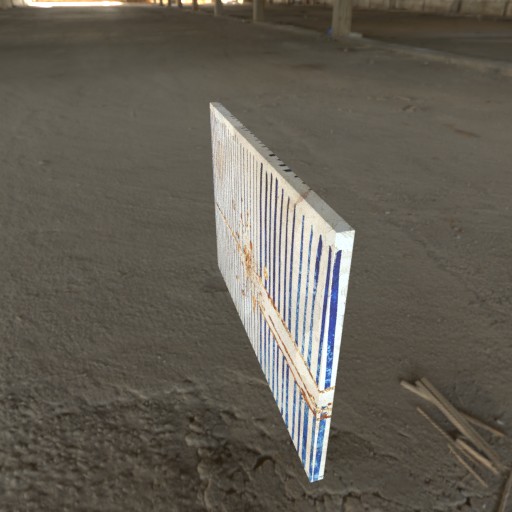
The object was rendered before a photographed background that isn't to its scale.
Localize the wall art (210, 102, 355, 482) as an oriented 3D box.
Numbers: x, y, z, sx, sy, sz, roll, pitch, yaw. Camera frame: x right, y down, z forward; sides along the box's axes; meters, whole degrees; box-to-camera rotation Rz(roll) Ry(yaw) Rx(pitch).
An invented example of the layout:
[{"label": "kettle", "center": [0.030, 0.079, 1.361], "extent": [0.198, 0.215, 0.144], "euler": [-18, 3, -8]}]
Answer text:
[{"label": "wall art", "center": [0.000, 0.000, 1.471], "extent": [0.038, 0.757, 1.143], "euler": [-9, 32, -14]}]
